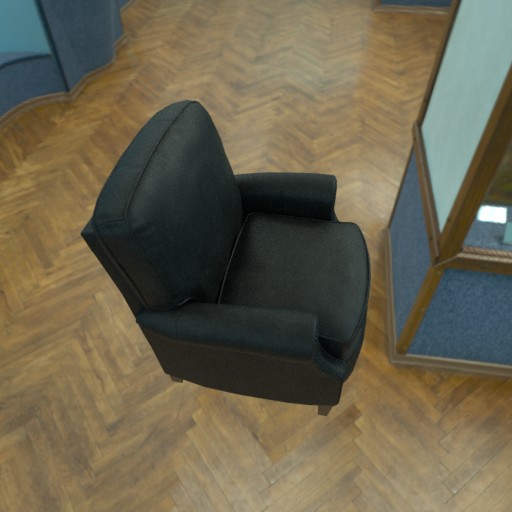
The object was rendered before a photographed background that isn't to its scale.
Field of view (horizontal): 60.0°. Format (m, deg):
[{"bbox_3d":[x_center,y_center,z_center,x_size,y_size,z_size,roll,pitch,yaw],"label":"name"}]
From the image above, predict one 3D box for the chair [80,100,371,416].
[{"bbox_3d":[0.000,0.000,1.781,0.986,1.018,0.936,8,47,8],"label":"chair"}]
